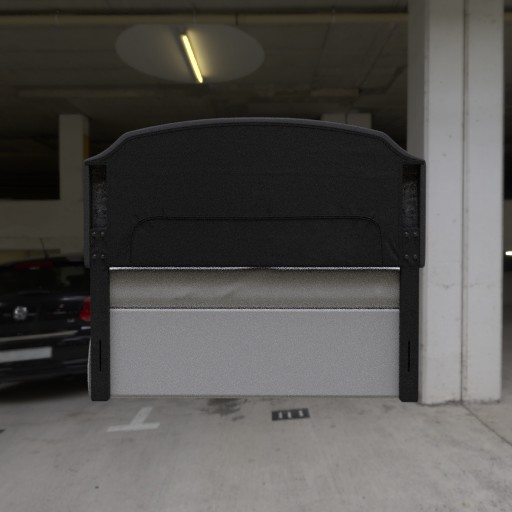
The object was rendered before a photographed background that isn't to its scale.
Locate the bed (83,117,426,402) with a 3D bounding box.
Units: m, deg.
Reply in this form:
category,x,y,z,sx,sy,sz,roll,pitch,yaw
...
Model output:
category,x,y,z,sx,sy,sz,roll,pitch,yaw
bed,0.000,0.000,2.964,1.558,1.270,1.999,0,1,0
